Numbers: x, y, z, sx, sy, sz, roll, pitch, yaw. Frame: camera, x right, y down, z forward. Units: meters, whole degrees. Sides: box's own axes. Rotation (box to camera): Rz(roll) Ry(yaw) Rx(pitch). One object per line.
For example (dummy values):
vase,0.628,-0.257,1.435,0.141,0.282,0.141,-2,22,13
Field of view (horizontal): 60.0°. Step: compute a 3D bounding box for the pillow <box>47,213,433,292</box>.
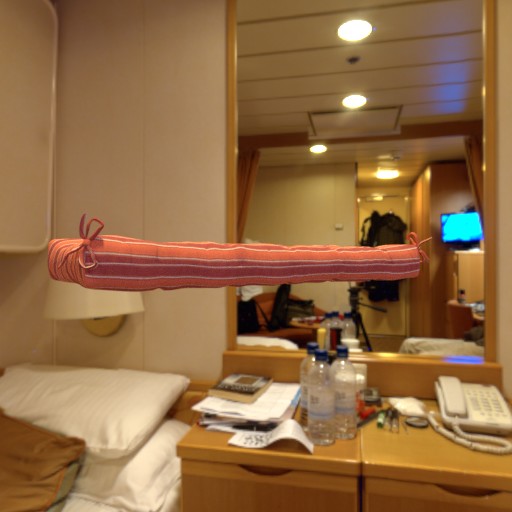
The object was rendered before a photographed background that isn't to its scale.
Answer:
pillow,0.000,0.000,1.370,1.194,0.174,0.511,0,0,-34
